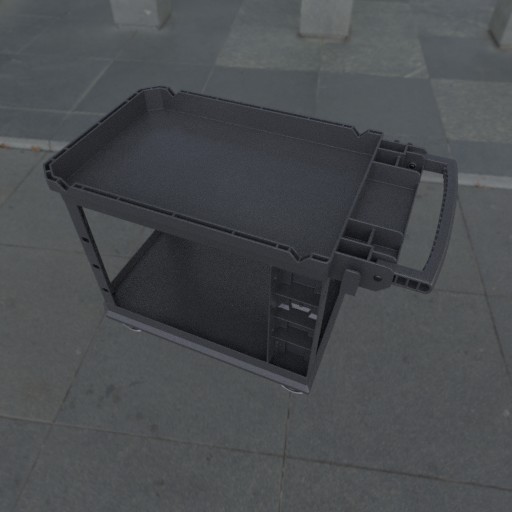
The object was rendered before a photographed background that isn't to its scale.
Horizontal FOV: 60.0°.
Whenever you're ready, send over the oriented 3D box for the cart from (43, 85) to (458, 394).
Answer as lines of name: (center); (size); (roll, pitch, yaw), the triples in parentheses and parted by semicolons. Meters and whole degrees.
cart: (0.000, 0.000, 1.740); (1.239, 0.884, 0.674); (17, 49, 15)
